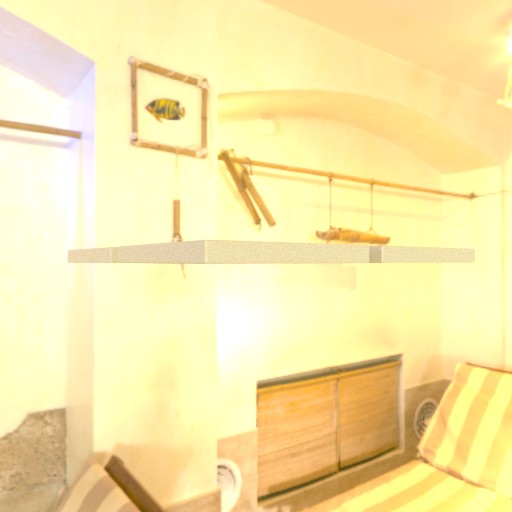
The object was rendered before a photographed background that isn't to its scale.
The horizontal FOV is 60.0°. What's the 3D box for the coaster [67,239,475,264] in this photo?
[{"bbox_3d":[0.000,0.000,0.329,0.214,0.010,0.219,0,-1,-37],"label":"coaster"}]
